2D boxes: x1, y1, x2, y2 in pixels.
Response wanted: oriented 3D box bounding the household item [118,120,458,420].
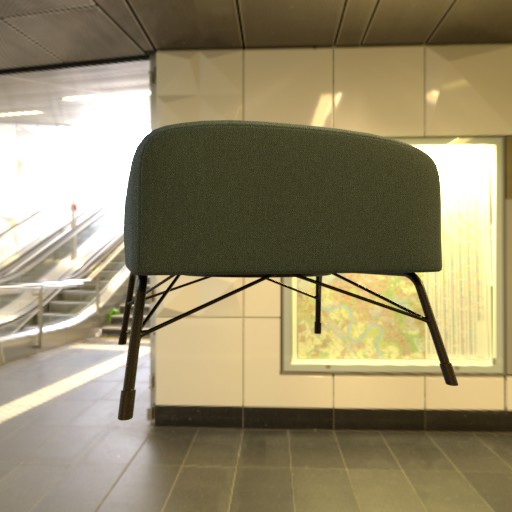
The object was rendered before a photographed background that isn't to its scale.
[{"bbox_3d":[0.000,0.000,0.892,0.530,0.420,0.530,0,0,-17],"label":"household item"}]
